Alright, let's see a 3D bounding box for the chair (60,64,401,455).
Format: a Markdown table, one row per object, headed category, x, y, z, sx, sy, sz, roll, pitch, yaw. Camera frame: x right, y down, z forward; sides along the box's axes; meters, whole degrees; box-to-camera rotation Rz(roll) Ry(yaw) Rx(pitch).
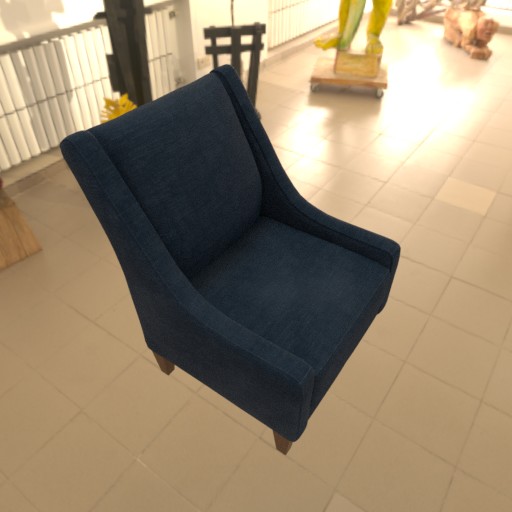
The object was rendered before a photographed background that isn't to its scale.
| category | x | y | z | sx | sy | sz | roll | pitch | yaw |
| --- | --- | --- | --- | --- | --- | --- | --- | --- | --- |
| chair | 0.000 | 0.000 | 1.618 | 0.870 | 1.014 | 0.774 | 25 | 48 | 25 |
